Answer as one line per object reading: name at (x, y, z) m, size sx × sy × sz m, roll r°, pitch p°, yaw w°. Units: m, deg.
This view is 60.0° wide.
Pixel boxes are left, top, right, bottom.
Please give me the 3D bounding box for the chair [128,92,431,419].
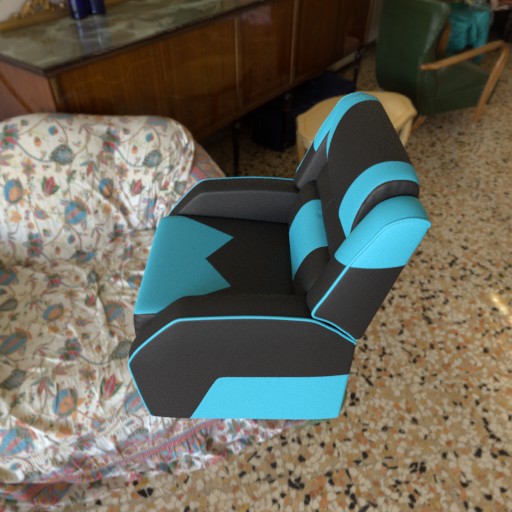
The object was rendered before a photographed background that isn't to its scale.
chair at (0.000, 0.000, 1.291) m, size 0.672 × 0.805 × 0.620 m, roll 0°, pitch 42°, yaw 0°
